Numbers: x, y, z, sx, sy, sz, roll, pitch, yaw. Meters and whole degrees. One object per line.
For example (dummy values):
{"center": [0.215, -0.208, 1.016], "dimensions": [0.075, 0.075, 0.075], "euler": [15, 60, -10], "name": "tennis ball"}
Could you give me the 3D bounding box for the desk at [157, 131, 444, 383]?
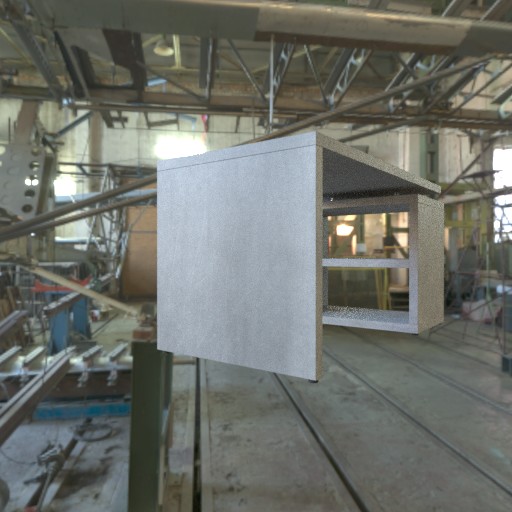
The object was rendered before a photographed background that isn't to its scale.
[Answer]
{"center": [0.000, 0.000, 2.303], "dimensions": [1.500, 0.740, 1.400], "euler": [0, 0, 37], "name": "desk"}
